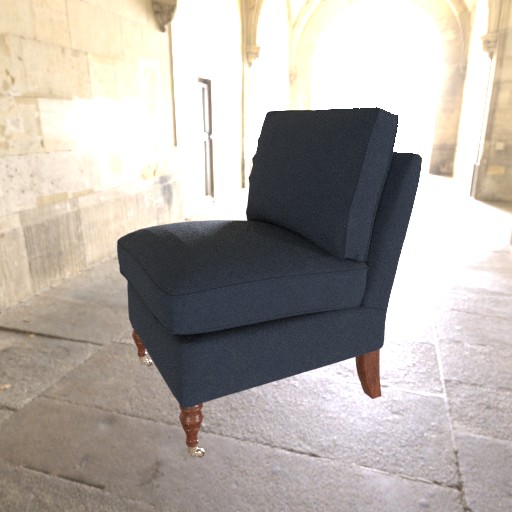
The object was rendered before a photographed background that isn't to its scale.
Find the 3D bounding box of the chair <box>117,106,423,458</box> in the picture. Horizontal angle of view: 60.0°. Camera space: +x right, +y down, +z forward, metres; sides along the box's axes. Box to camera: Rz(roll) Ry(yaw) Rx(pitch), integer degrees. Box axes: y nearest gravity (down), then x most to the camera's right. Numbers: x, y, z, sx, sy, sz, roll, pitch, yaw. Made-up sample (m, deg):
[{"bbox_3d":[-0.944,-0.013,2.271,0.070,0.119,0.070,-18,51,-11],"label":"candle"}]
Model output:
[{"bbox_3d":[0.000,0.000,1.660,0.912,1.052,0.724,-9,19,-27],"label":"chair"}]
